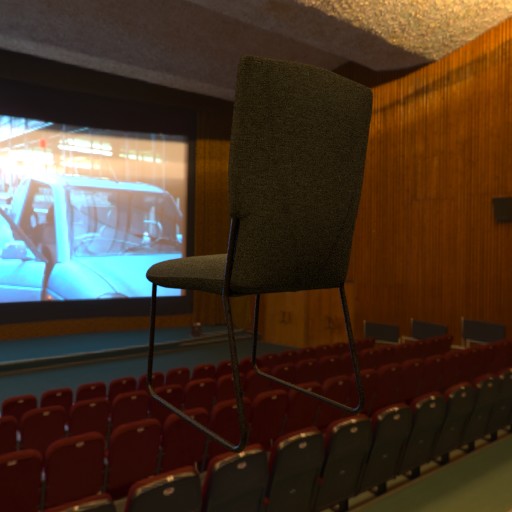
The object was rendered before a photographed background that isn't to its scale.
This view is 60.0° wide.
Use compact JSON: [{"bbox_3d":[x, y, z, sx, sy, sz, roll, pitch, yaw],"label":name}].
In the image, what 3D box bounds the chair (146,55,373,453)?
[{"bbox_3d":[0.000,0.000,1.334,0.480,0.931,0.635,-1,2,-36],"label":"chair"}]
